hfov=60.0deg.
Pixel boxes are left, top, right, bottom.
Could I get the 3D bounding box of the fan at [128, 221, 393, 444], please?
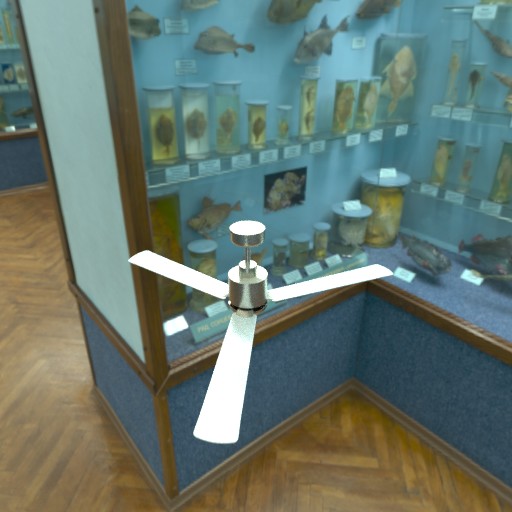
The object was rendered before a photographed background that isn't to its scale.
[{"bbox_3d":[0.000,0.000,2.356,1.531,0.446,1.561,-18,33,-32],"label":"fan"}]
